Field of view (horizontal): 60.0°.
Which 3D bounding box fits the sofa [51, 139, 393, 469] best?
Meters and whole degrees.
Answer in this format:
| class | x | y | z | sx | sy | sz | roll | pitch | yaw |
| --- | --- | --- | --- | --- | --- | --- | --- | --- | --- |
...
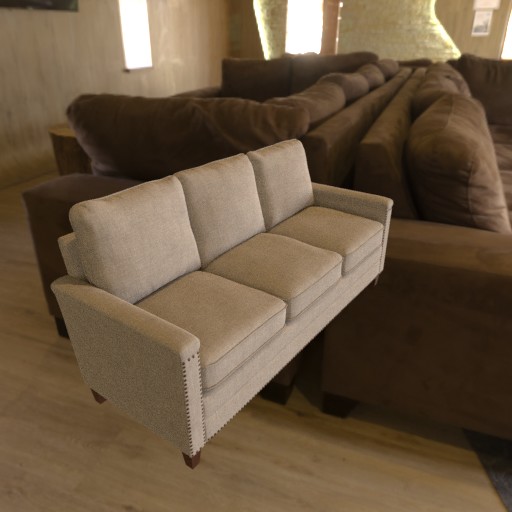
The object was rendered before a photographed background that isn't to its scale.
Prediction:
| class | x | y | z | sx | sy | sz | roll | pitch | yaw |
| --- | --- | --- | --- | --- | --- | --- | --- | --- | --- |
| sofa | 0.000 | 0.000 | 2.423 | 0.828 | 0.959 | 1.925 | 18 | 31 | 32 |
